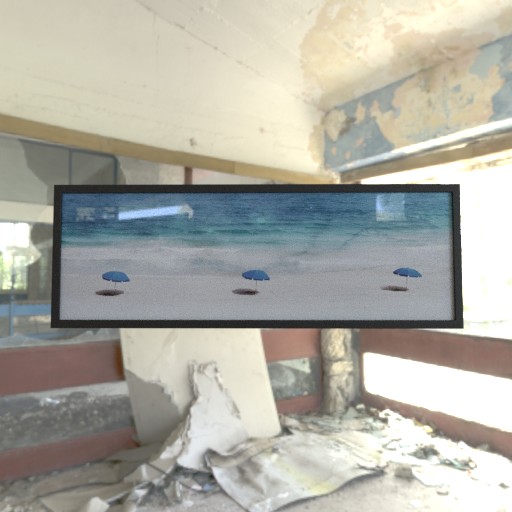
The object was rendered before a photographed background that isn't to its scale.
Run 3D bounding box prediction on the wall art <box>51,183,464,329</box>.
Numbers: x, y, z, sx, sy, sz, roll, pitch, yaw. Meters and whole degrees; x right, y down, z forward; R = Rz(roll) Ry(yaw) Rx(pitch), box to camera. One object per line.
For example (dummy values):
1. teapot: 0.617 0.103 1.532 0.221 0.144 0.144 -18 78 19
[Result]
1. wall art: 0.000 0.000 1.719 1.572 0.554 0.041 0 -3 1
